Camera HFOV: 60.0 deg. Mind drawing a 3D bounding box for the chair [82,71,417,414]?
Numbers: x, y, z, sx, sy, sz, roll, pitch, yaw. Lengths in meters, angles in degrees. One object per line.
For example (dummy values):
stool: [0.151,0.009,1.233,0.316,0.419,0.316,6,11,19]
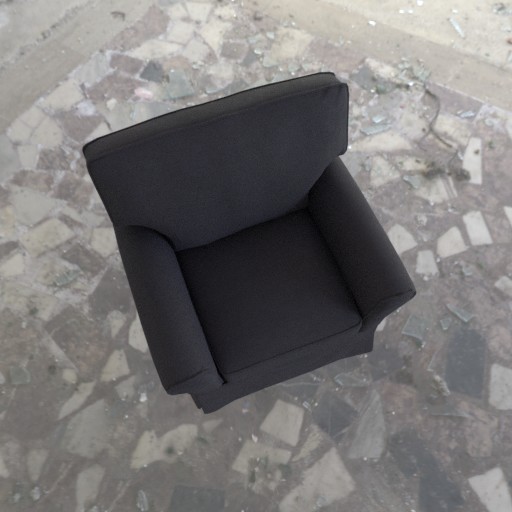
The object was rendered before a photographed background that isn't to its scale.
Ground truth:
chair: [0.000,0.000,1.977,1.119,1.140,1.002,-20,66,-9]
